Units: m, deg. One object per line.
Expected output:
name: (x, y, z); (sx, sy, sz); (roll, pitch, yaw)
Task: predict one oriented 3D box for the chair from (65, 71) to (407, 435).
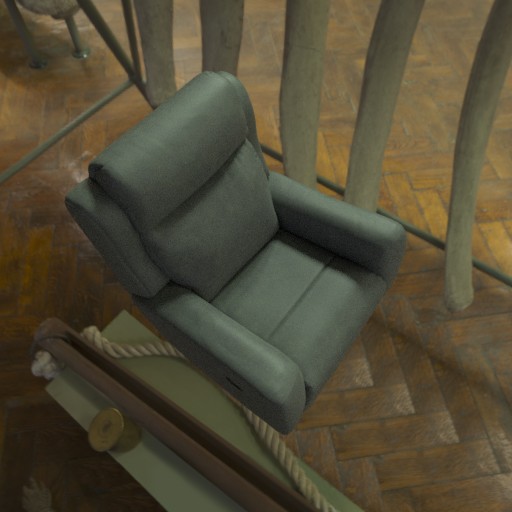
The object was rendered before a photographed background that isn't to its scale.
chair: (0.000, 0.000, 1.931); (1.068, 1.116, 0.965); (33, 65, 18)
